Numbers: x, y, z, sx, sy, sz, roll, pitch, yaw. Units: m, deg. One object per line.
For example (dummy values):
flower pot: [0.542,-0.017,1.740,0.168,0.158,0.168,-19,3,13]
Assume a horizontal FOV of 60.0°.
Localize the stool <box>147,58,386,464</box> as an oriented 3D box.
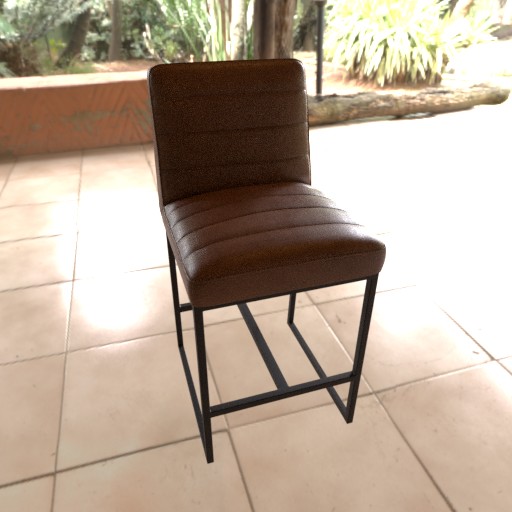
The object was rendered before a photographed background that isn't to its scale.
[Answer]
stool: [0.000,0.000,1.218,0.458,0.940,0.556,-9,32,-15]
